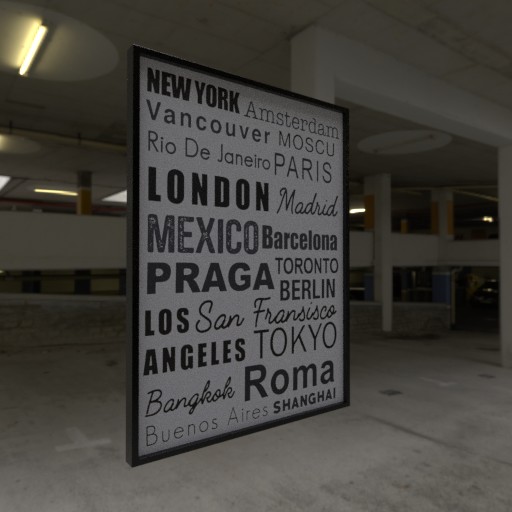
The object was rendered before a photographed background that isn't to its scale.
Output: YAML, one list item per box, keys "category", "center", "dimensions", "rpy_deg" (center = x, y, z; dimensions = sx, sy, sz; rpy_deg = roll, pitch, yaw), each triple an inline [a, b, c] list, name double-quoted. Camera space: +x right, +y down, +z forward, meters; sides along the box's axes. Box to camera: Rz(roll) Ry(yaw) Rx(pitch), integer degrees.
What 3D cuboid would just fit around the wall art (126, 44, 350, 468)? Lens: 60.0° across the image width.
- category: "wall art"
  center: [0.000, 0.000, 1.344]
  dimensions: [0.788, 1.046, 0.043]
  rpy_deg: [1, -1, -36]
